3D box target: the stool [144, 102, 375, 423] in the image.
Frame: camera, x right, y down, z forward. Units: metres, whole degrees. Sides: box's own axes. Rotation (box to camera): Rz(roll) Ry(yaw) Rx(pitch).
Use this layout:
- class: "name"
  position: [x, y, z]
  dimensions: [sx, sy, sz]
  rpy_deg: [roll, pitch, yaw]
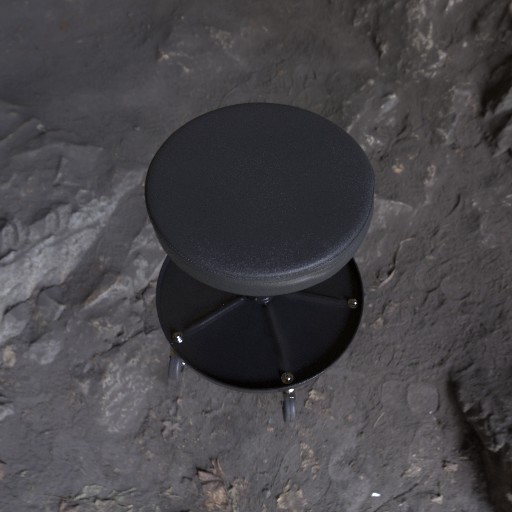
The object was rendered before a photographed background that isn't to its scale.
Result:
- class: "stool"
  position: [0.000, 0.000, 0.674]
  dimensions: [0.382, 0.365, 0.381]
  rpy_deg: [14, 59, 8]
